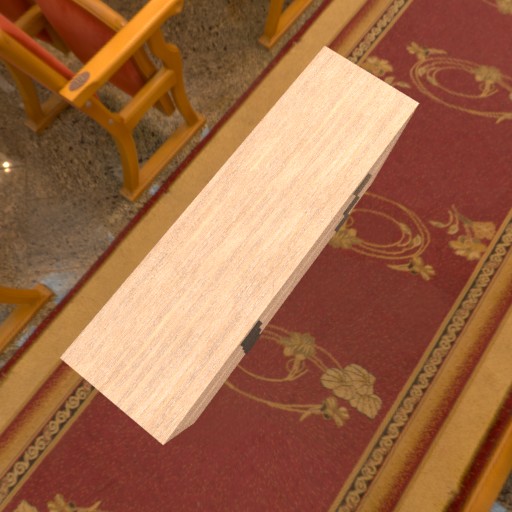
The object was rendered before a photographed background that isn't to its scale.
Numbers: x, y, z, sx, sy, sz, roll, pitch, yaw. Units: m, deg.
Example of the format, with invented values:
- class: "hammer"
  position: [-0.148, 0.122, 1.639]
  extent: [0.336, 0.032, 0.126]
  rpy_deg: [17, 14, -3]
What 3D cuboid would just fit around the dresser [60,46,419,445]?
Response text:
- class: "dresser"
  position: [0.000, 0.000, 2.014]
  extent: [0.457, 0.914, 1.524]
  rpy_deg: [36, 77, 9]
